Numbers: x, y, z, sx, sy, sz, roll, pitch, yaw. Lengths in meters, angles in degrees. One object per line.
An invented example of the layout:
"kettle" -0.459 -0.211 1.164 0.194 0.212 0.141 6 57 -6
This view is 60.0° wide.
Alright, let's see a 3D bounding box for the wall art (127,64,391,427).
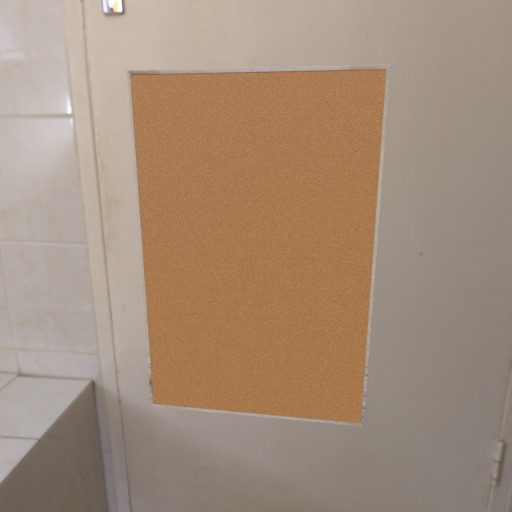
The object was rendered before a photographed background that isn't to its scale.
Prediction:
"wall art" 0.000 0.000 0.489 0.254 0.381 0.038 2 16 9
